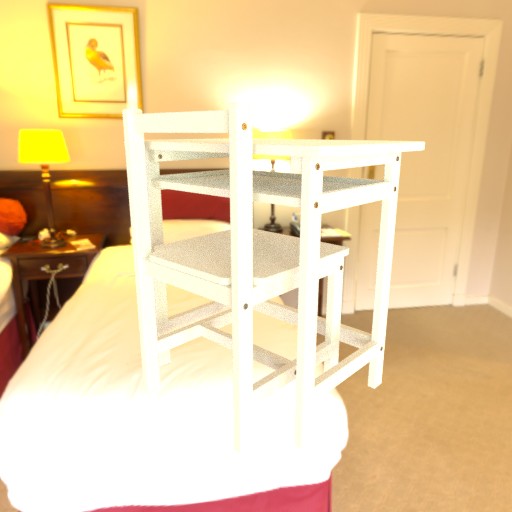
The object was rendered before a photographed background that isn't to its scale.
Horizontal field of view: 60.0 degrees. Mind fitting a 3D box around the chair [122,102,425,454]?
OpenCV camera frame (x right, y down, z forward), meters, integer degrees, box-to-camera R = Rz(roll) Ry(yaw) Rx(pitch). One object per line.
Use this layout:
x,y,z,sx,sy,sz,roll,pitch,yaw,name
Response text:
0.000,0.000,1.075,0.599,0.673,0.461,14,21,41,chair
